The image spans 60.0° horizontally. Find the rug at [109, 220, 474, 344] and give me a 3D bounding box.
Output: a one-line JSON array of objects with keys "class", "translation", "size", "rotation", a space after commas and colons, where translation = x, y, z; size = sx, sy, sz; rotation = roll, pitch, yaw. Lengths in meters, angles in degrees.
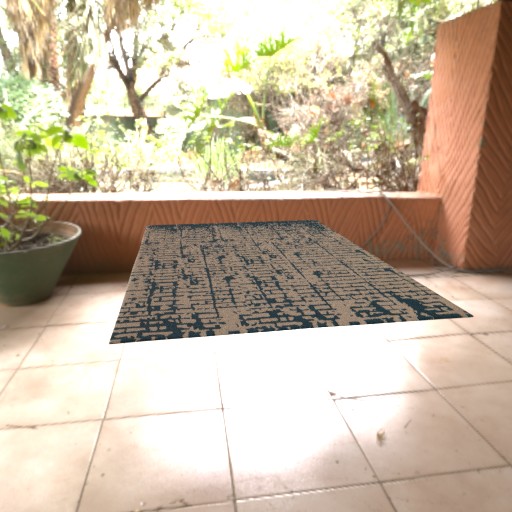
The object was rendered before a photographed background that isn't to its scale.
[{"class": "rug", "translation": [0.000, 0.000, 2.306], "size": [1.220, 0.007, 1.828], "rotation": [-3, 16, -9]}]
